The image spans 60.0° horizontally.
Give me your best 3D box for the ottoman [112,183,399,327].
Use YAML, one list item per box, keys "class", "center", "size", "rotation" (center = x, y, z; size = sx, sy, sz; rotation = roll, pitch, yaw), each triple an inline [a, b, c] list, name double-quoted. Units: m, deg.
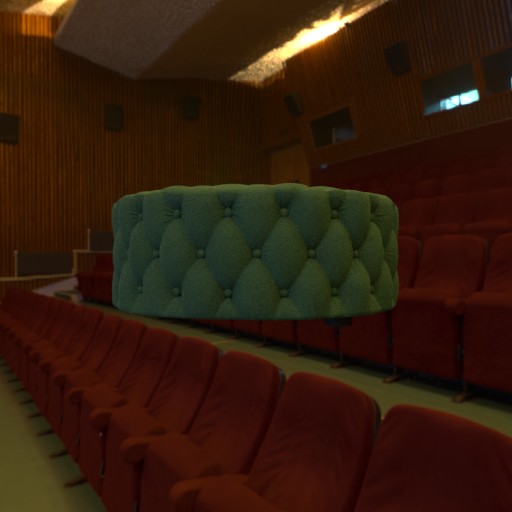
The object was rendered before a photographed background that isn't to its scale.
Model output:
- class: "ottoman"
  center: [0.000, 0.000, 1.604]
  size: [0.998, 0.399, 0.998]
  rotation: [0, 0, 0]
